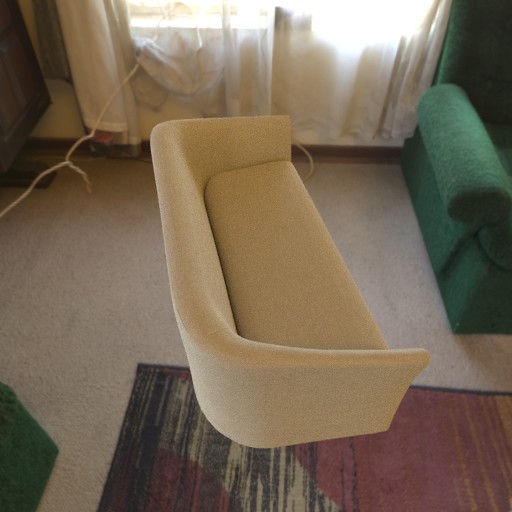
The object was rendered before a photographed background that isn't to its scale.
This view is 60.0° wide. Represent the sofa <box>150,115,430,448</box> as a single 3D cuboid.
[{"bbox_3d":[0.000,0.000,1.855,0.705,0.721,1.452,-10,47,-9],"label":"sofa"}]
